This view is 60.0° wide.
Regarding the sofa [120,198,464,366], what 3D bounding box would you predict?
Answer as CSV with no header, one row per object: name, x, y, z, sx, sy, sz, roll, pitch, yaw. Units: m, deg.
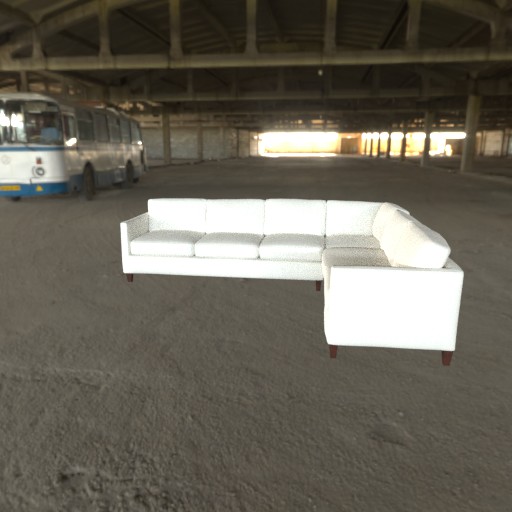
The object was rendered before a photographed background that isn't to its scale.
sofa,0.000,0.000,4.555,3.302,0.947,2.593,2,14,8
